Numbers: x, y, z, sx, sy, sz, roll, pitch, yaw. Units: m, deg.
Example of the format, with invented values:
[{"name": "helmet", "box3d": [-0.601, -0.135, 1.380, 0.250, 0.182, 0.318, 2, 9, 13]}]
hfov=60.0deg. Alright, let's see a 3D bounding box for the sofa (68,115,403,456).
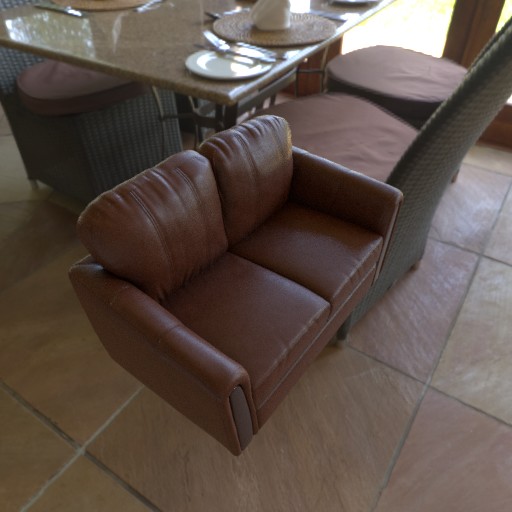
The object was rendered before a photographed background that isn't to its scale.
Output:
[{"name": "sofa", "box3d": [0.000, 0.000, 2.005, 0.805, 0.906, 1.406, 26, 47, 27]}]
